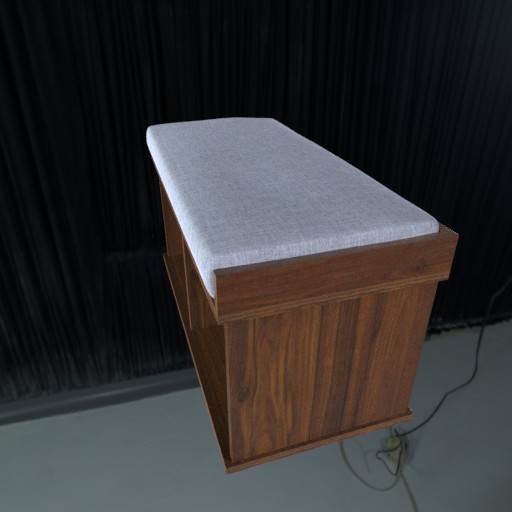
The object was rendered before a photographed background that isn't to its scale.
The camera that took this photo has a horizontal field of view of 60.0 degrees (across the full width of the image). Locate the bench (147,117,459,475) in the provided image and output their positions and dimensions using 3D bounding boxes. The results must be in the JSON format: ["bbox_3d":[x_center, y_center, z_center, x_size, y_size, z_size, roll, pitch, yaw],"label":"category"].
[{"bbox_3d":[0.000,0.000,0.976,0.362,0.461,0.734,-9,31,-16],"label":"bench"}]
